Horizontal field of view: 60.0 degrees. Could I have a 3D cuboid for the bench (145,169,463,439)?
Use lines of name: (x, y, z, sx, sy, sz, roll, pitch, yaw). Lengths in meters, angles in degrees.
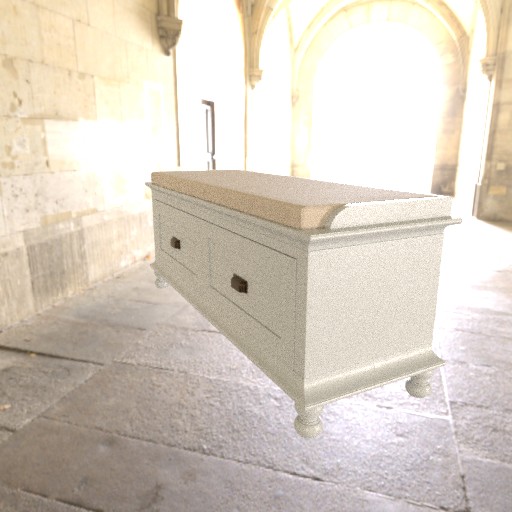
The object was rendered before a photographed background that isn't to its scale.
bench: (0.000, 0.000, 1.434, 0.402, 0.486, 1.185, -8, 16, -27)
